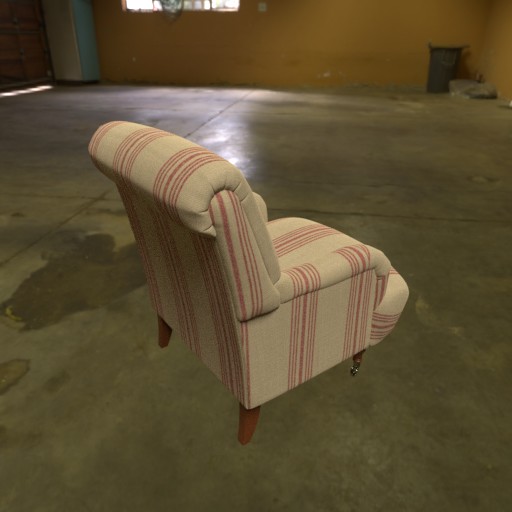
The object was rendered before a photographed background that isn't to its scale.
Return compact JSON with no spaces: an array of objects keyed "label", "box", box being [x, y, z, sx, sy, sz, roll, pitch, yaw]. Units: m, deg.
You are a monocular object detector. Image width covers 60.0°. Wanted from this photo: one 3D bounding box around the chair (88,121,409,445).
[{"label":"chair","box":[0.000,0.000,1.888,1.058,1.123,0.933,-18,31,-31]}]
